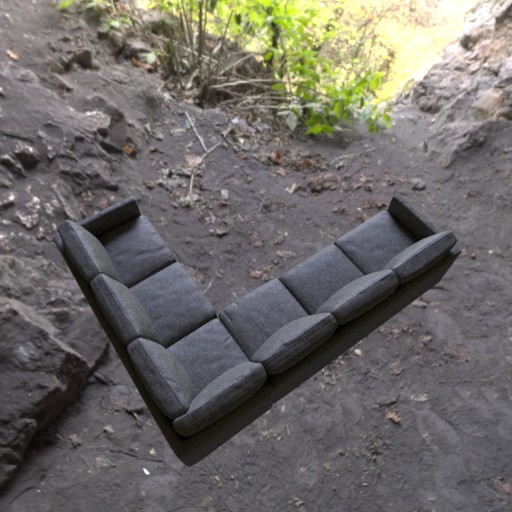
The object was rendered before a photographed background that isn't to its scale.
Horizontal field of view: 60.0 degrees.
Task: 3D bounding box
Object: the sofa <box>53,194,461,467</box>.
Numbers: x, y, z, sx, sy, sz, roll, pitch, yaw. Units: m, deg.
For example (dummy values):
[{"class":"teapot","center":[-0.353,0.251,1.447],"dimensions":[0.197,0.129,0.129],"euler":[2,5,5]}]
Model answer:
[{"class":"sofa","center":[0.000,0.000,4.644],"dimensions":[3.302,0.947,2.593],"euler":[-31,63,-18]}]
